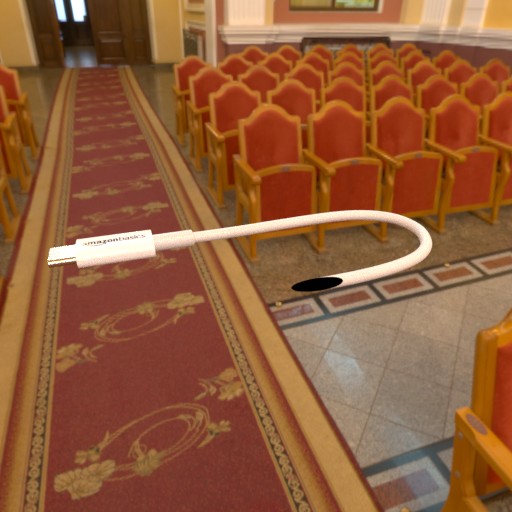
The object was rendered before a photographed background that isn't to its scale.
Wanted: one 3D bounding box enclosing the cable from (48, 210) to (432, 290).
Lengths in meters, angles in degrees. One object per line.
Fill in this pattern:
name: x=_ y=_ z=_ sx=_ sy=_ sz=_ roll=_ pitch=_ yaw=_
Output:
cable: x=0.000 y=0.000 z=0.111 sx=0.098 sy=0.006 sz=0.040 roll=-9 pitch=31 yaw=-15
